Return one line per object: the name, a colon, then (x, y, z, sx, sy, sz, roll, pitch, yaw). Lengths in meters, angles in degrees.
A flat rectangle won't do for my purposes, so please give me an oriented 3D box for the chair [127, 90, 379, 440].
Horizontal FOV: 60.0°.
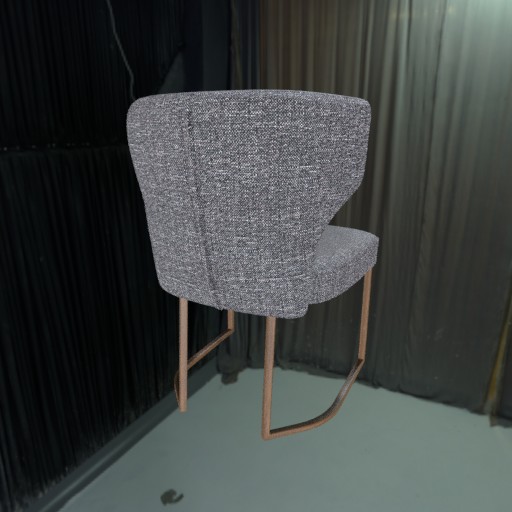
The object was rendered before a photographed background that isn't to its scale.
chair: (0.000, 0.000, 1.224, 0.611, 0.824, 0.617, 8, 18, 25)
